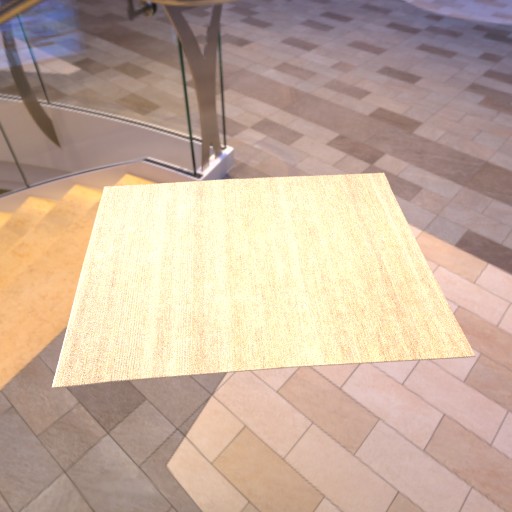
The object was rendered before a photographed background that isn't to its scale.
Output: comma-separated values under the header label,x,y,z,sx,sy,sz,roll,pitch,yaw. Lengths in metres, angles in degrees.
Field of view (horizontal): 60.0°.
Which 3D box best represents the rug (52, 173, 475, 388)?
label,x,y,z,sx,sy,sz,roll,pitch,yaw
rug,0.000,0.000,4.222,3.245,0.046,2.467,-3,46,-3
